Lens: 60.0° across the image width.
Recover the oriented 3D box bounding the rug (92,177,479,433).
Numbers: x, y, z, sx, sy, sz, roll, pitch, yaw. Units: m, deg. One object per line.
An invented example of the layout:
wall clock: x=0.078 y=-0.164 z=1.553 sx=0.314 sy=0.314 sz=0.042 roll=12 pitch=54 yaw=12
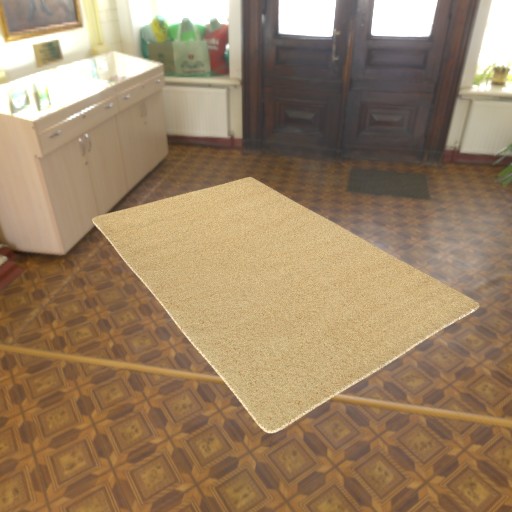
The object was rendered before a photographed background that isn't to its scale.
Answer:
rug: x=0.000 y=0.000 z=2.984 sx=1.500 sy=0.026 sz=2.349 roll=-20 pitch=37 yaw=-29
